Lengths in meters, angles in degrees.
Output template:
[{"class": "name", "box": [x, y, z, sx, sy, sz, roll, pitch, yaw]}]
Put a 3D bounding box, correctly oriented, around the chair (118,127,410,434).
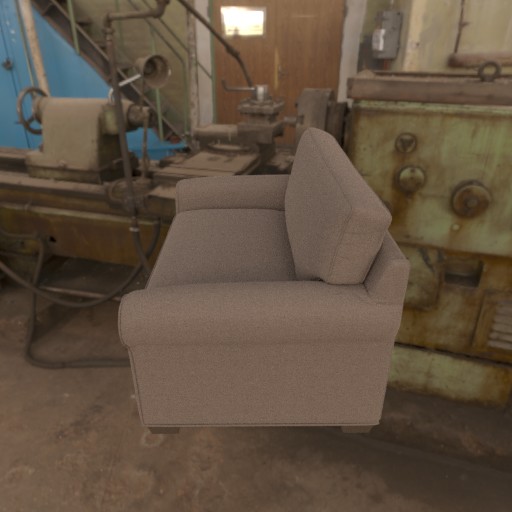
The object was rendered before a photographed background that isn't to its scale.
[{"class": "chair", "box": [0.000, 0.000, 2.032, 0.930, 0.930, 1.390, 0, 27, 0]}]
